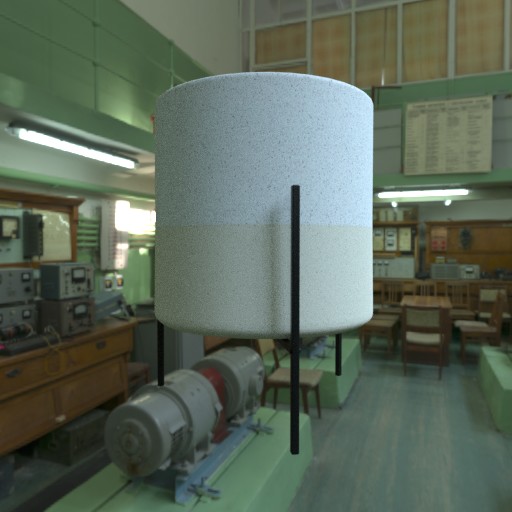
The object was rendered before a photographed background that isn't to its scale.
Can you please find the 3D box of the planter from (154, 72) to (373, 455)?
[{"bbox_3d":[0.000,0.000,0.655,0.335,0.423,0.313,1,2,19],"label":"planter"}]
